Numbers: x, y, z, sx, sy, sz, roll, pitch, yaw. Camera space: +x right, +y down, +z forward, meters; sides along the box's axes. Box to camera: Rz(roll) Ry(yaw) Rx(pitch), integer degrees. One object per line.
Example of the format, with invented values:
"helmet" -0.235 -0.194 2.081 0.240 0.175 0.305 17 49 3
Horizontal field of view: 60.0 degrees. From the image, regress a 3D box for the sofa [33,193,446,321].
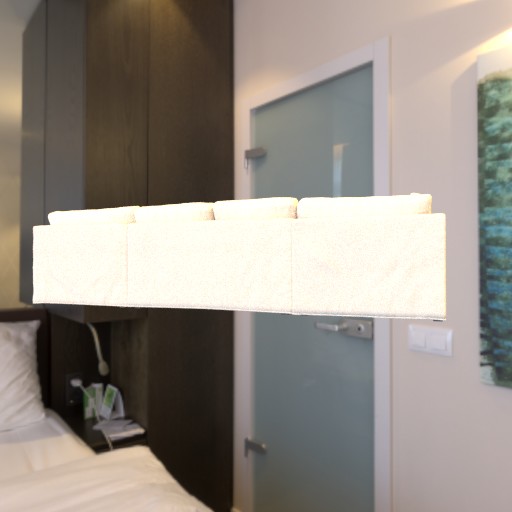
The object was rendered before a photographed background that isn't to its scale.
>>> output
"sofa" 0.000 0.000 4.542 3.460 0.882 2.427 0 0 20
